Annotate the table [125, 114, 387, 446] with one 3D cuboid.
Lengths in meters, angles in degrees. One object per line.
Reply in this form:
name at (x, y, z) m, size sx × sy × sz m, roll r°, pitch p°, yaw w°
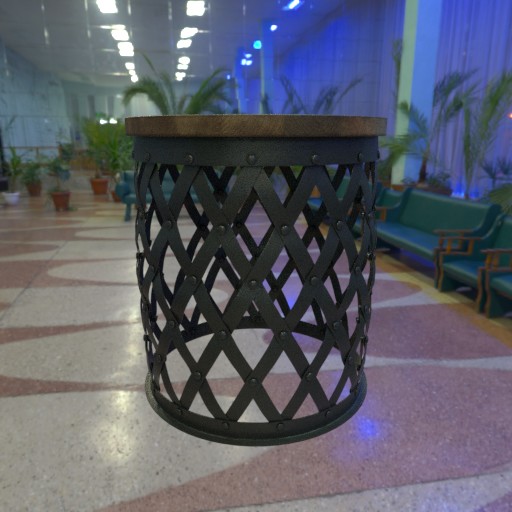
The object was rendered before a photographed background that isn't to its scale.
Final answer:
table at (0.000, 0.000, 0.769) m, size 0.405 × 0.454 × 0.405 m, roll 0°, pitch 16°, yaw 0°
